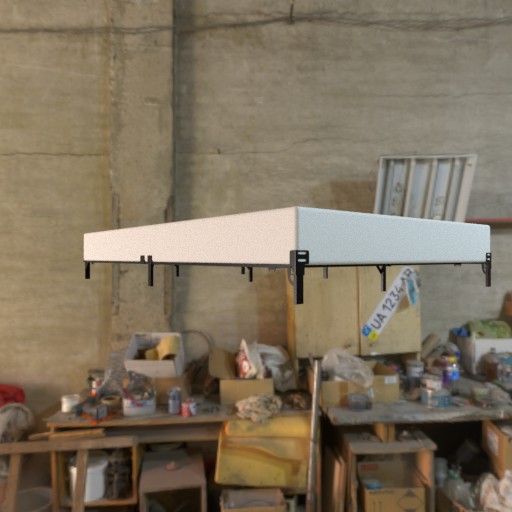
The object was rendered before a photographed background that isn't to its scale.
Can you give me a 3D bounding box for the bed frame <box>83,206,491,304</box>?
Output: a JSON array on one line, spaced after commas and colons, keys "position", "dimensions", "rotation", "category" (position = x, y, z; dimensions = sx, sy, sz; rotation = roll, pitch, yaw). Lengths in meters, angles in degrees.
[{"position": [0.000, 0.000, 3.734], "dimensions": [1.930, 0.440, 2.987], "rotation": [0, 0, -39], "category": "bed frame"}]
